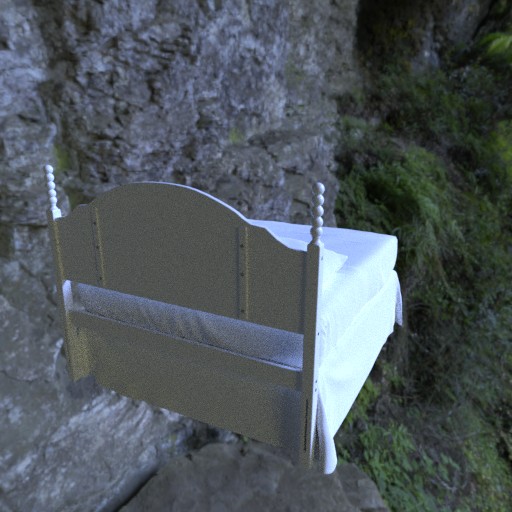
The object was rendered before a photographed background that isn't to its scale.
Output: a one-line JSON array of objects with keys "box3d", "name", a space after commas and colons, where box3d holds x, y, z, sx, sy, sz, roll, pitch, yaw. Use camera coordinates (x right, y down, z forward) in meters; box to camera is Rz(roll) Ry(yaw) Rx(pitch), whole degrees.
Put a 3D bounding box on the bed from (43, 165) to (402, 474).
[{"box3d": [0.000, 0.000, 3.138, 1.873, 1.356, 2.040, 9, 19, 27], "name": "bed"}]
